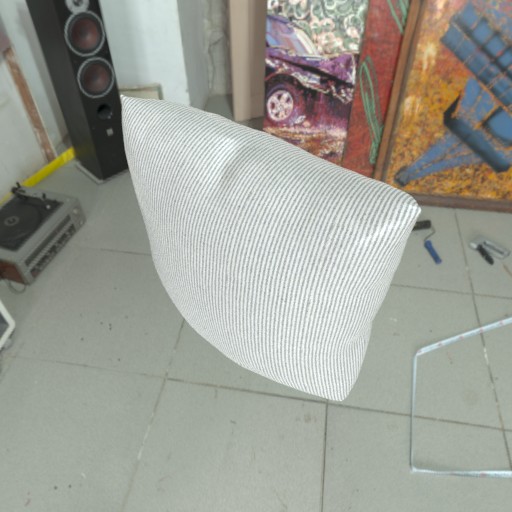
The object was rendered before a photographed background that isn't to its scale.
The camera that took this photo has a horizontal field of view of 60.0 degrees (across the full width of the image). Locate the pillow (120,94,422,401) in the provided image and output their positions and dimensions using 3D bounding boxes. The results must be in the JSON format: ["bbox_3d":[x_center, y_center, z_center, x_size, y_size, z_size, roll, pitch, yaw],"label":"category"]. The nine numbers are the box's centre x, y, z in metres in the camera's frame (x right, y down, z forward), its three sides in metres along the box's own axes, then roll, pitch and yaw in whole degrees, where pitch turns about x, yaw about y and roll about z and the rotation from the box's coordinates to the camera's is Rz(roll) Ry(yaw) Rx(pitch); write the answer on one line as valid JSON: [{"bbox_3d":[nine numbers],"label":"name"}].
[{"bbox_3d":[0.000,0.000,0.702,0.310,0.432,0.387,-15,48,-14],"label":"pillow"}]
